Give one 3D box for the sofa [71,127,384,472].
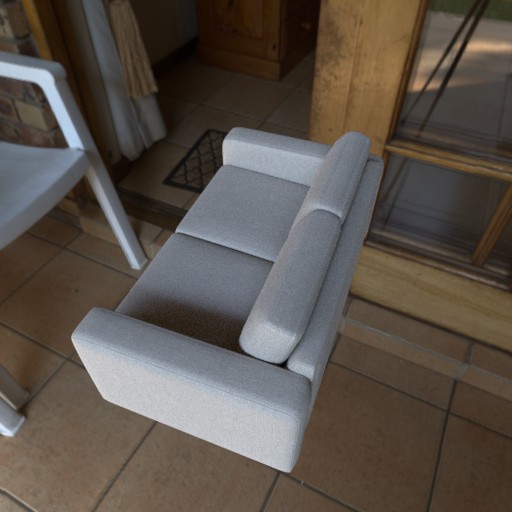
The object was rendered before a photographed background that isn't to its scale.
[{"bbox_3d":[0.000,0.000,2.094,0.900,0.800,1.540,16,49,14],"label":"sofa"}]
